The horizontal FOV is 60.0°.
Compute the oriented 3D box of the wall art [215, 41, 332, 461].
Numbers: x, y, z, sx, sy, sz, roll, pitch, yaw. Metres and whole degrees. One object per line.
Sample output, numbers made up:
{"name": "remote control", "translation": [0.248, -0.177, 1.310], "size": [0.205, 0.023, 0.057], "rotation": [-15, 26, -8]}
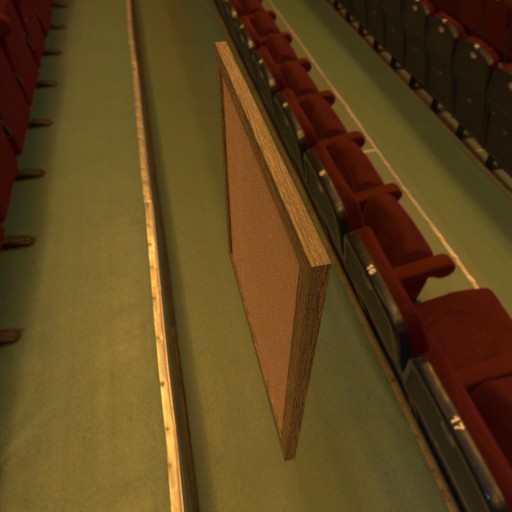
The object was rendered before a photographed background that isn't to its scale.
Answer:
{"name": "wall art", "translation": [0.000, 0.000, 0.750], "size": [0.019, 0.508, 0.508], "rotation": [-10, 48, -9]}
